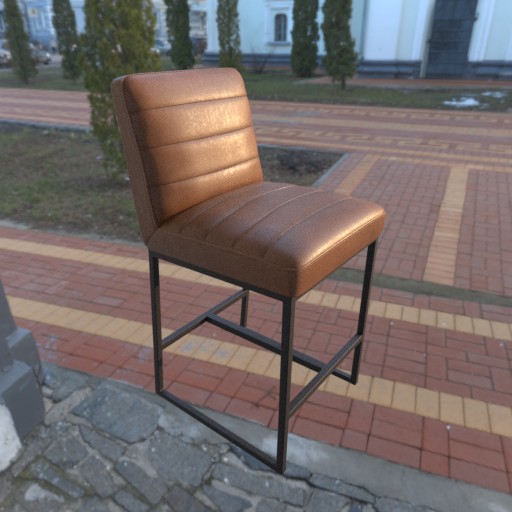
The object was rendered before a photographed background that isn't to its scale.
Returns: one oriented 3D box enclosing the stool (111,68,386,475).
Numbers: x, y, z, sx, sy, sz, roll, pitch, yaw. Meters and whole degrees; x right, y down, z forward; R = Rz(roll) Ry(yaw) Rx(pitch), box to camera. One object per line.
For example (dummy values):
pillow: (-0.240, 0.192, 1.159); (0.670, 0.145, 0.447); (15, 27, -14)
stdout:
stool: (0.000, 0.000, 1.231); (0.556, 0.940, 0.458); (19, 31, 33)
